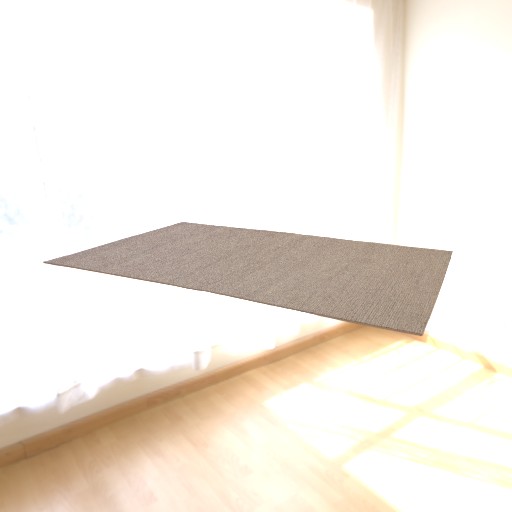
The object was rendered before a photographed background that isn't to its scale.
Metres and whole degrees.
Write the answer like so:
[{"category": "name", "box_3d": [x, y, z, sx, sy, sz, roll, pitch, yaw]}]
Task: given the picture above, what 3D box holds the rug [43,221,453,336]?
[{"category": "rug", "box_3d": [0.000, 0.000, 2.279, 1.792, 0.021, 1.154, 8, 17, 27]}]
